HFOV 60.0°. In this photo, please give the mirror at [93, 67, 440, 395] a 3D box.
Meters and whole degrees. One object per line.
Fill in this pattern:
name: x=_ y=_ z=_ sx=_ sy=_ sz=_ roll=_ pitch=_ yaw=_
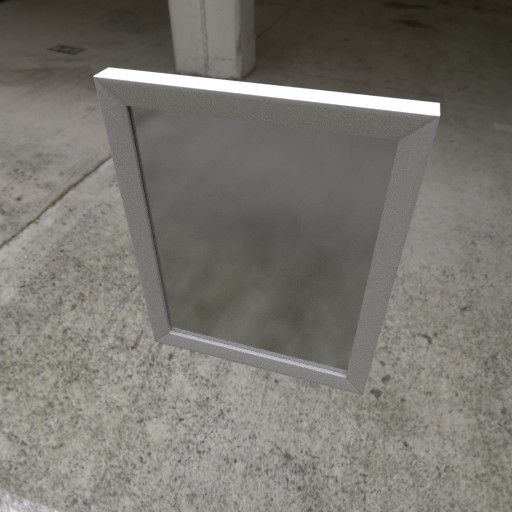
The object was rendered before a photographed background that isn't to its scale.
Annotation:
mirror: x=0.000 y=0.000 z=0.675 sx=0.405 sy=0.508 sz=0.041 roll=11 pitch=41 yaw=13
